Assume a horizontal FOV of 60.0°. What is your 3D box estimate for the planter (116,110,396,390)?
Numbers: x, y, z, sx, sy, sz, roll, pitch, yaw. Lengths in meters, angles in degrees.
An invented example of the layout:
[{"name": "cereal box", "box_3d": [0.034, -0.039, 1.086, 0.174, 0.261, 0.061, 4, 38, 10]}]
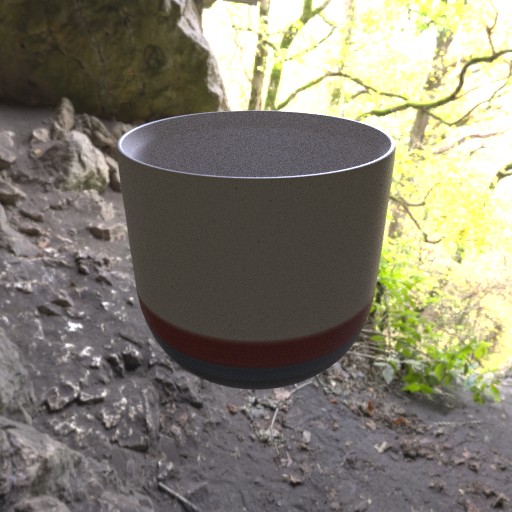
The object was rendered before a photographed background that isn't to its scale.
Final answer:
[{"name": "planter", "box_3d": [0.000, 0.000, 0.500, 0.268, 0.270, 0.268, 0, 28, 0]}]
